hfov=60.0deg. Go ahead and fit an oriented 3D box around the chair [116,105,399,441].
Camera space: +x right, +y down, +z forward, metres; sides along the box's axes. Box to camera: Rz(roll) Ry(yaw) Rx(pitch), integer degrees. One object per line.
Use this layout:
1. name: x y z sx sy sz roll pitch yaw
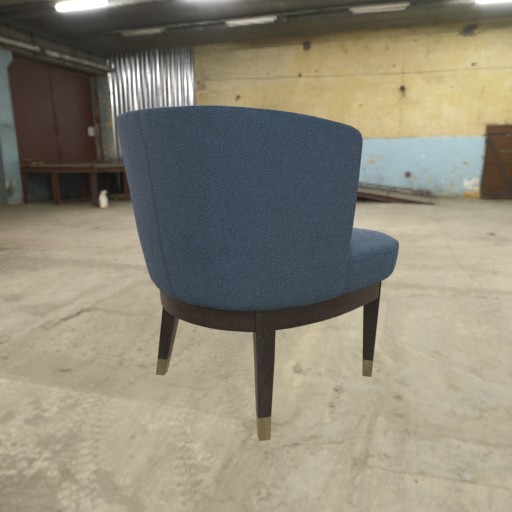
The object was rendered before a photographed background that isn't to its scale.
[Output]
1. chair: 0.000 0.000 1.265 0.702 0.760 0.661 -12 17 -43
